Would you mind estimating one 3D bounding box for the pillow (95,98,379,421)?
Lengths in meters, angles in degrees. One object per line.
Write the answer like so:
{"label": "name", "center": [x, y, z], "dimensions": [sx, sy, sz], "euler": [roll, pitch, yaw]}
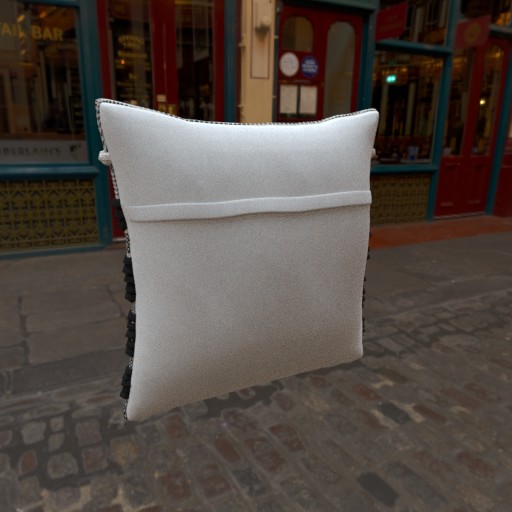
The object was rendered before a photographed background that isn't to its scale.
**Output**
{"label": "pillow", "center": [0.000, 0.000, 0.676], "dimensions": [0.436, 0.438, 0.156], "euler": [-8, 17, -26]}
